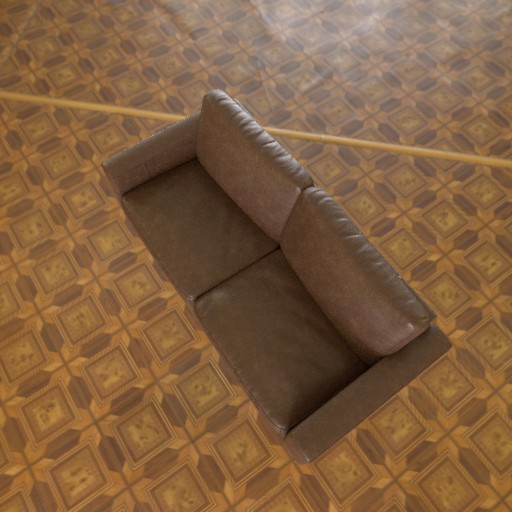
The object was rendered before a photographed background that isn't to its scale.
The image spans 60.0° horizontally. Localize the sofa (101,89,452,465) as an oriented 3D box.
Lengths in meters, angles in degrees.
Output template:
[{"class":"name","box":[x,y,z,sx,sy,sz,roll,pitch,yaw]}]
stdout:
[{"class":"sofa","box":[0.000,0.000,2.706,1.016,0.873,2.179,-33,69,-15]}]
